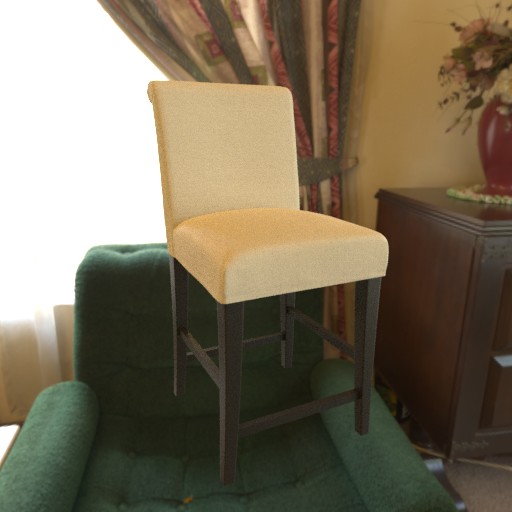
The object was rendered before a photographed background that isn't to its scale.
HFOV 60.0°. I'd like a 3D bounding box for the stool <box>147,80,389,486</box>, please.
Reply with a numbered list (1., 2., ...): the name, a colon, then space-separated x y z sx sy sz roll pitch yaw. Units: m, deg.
1. stool: 0.000 0.000 1.275 0.452 0.976 0.597 -7 17 -25
